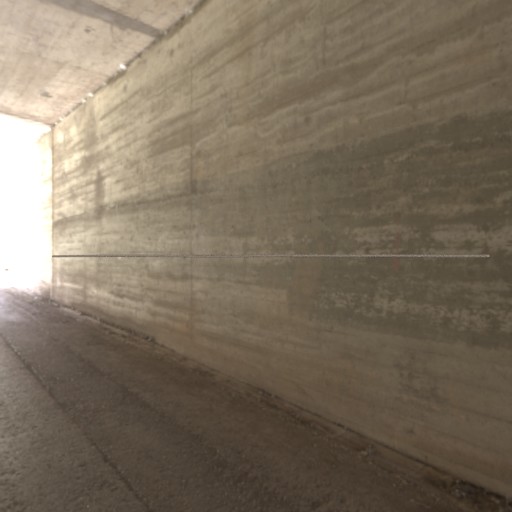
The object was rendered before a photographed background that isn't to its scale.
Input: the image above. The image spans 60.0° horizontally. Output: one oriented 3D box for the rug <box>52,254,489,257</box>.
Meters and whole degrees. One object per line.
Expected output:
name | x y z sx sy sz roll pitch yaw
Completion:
rug | 0.000 0.000 2.421 2.182 0.015 0.645 0 0 17
